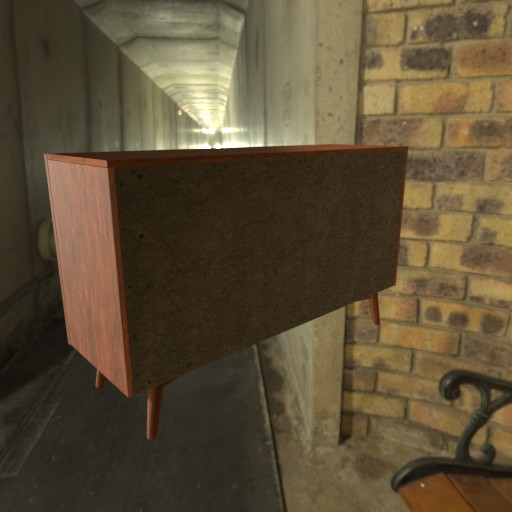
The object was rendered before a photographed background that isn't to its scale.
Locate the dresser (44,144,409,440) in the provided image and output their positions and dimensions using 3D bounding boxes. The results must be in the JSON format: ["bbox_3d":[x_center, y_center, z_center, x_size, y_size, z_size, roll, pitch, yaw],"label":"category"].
[{"bbox_3d":[0.000,0.000,1.896,1.472,0.889,0.500,-14,21,-40],"label":"dresser"}]
